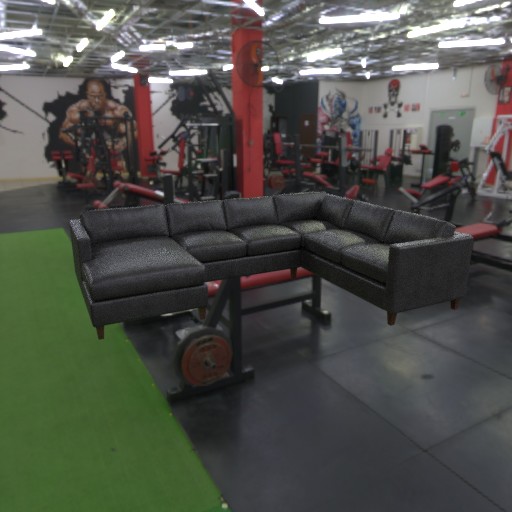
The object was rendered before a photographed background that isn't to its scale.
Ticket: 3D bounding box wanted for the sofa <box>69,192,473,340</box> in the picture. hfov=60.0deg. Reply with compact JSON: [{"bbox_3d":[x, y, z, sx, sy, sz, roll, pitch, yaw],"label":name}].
[{"bbox_3d":[0.000,0.000,4.545,3.324,0.891,2.452,-8,18,-25],"label":"sofa"}]
